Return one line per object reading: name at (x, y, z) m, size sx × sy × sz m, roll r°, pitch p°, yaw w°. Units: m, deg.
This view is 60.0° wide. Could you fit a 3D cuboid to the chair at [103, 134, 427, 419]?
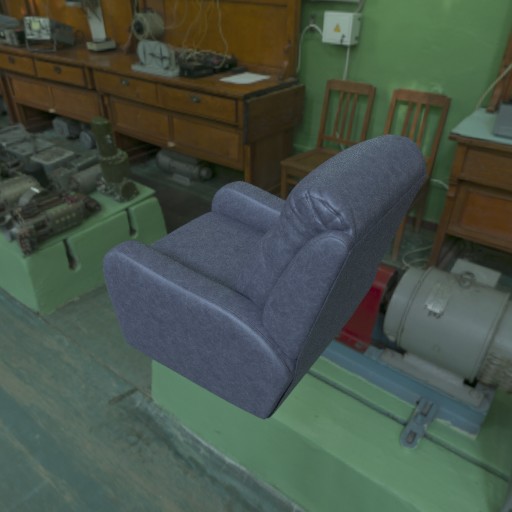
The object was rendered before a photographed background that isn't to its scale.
chair at (0.000, 0.000, 1.850) m, size 1.067 × 1.067 × 0.865 m, roll 22°, pitch 40°, yaw 29°
